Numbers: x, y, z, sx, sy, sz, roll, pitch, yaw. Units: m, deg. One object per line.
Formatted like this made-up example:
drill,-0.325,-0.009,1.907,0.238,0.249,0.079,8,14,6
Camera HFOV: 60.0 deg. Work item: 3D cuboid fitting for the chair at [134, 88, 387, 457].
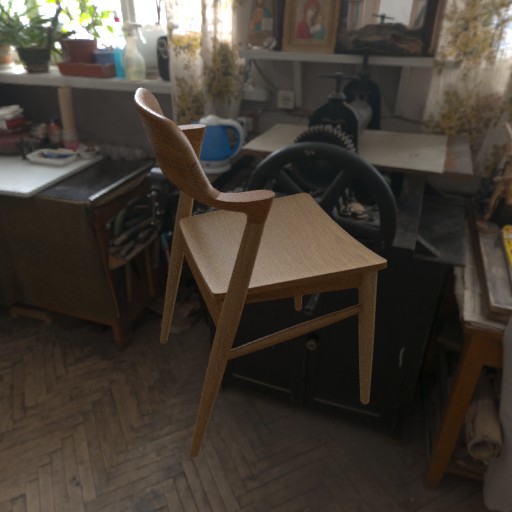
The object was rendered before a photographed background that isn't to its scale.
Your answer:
chair,0.000,0.000,1.120,0.499,0.792,0.512,-11,33,-17
